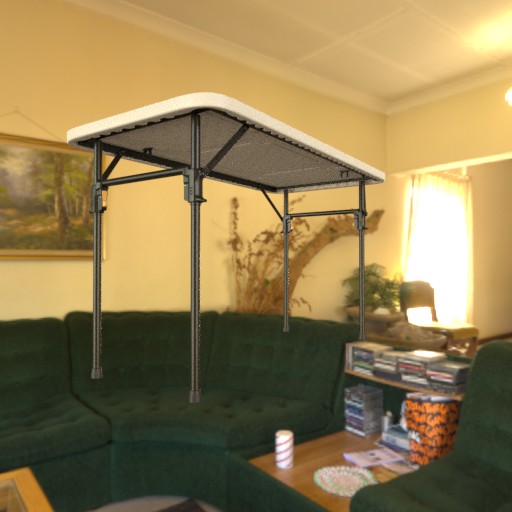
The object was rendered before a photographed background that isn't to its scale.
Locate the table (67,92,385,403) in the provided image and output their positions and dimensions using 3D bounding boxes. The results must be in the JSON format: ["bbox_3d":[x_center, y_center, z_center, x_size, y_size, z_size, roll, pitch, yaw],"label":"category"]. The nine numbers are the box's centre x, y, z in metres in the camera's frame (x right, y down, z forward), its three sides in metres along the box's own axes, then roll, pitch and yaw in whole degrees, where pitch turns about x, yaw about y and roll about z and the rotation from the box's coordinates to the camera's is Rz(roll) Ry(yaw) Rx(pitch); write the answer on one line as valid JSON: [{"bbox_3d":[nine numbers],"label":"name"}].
[{"bbox_3d":[0.000,0.000,1.644,0.610,0.729,1.219,-1,-1,35],"label":"table"}]
